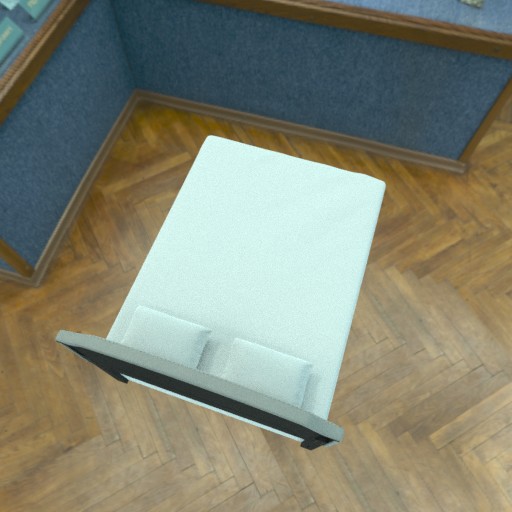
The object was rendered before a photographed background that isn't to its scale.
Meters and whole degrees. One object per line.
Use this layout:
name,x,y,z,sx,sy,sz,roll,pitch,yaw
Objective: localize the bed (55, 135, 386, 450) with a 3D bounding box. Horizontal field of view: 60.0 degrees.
bed,0.000,0.000,2.988,1.558,1.270,1.999,17,65,8
